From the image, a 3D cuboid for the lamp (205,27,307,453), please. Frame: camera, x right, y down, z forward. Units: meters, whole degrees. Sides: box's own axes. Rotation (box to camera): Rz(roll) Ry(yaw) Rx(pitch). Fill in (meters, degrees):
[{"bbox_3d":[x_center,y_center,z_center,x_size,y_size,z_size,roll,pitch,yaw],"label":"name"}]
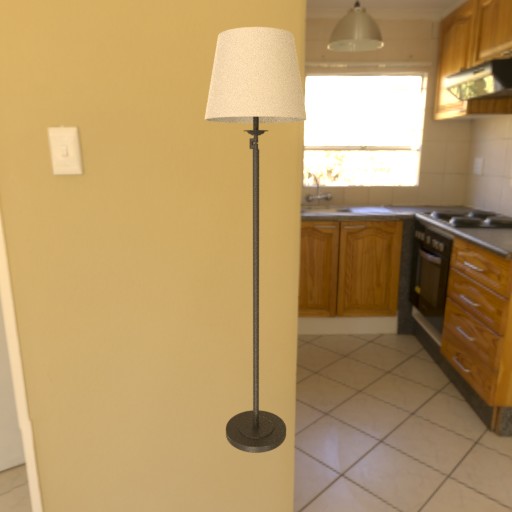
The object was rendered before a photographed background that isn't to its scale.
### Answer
[{"bbox_3d":[0.000,0.000,1.621,0.348,1.473,0.348,-2,14,-9],"label":"lamp"}]
